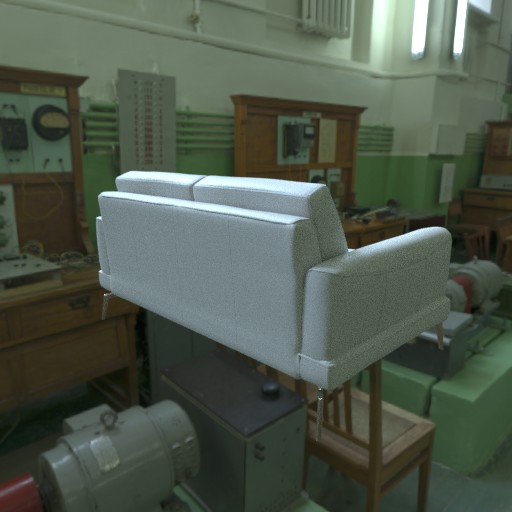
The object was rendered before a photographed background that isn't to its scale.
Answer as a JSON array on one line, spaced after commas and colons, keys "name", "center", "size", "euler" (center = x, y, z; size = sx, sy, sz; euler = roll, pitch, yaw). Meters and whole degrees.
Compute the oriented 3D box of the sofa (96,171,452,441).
[{"name": "sofa", "center": [0.000, 0.000, 2.500], "size": [1.819, 0.930, 1.121], "euler": [13, 19, 43]}]
